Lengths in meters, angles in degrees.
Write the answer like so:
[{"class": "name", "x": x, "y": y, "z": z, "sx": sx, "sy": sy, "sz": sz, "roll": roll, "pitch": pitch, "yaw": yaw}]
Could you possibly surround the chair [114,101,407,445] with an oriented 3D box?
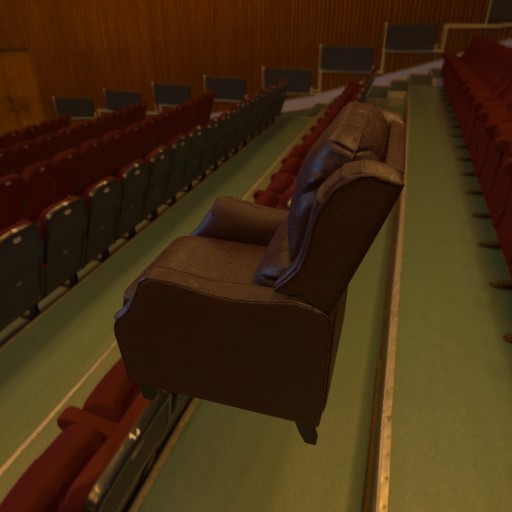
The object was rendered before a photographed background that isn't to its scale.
[{"class": "chair", "x": 0.000, "y": 0.000, "z": 1.752, "sx": 0.982, "sy": 1.132, "sz": 0.770, "roll": 9, "pitch": 31, "yaw": 14}]
